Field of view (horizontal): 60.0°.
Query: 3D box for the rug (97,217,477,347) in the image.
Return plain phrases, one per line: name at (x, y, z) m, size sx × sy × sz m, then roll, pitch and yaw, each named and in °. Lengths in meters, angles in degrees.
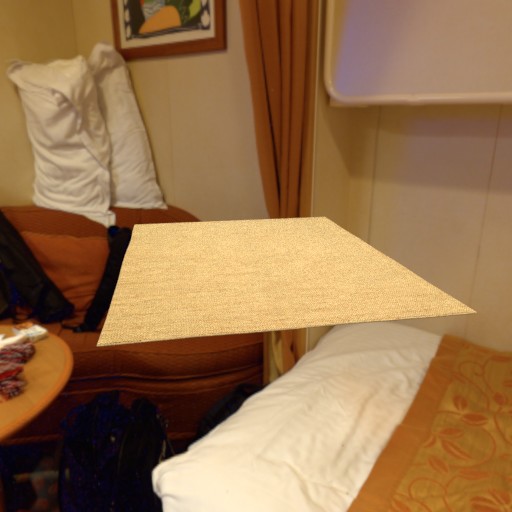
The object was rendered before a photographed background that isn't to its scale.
rug at (0.000, 0.000, 4.135) m, size 2.406 × 0.012 × 3.034 m, roll -3°, pitch 18°, yaw -10°
